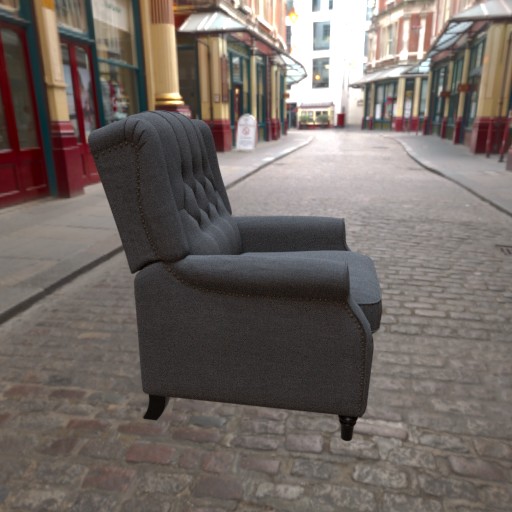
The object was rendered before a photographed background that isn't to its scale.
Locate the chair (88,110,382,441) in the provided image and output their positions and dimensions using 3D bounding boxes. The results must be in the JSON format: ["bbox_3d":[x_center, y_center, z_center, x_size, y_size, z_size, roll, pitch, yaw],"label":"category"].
[{"bbox_3d":[0.000,0.000,1.651,0.898,1.035,0.742,3,17,9],"label":"chair"}]
